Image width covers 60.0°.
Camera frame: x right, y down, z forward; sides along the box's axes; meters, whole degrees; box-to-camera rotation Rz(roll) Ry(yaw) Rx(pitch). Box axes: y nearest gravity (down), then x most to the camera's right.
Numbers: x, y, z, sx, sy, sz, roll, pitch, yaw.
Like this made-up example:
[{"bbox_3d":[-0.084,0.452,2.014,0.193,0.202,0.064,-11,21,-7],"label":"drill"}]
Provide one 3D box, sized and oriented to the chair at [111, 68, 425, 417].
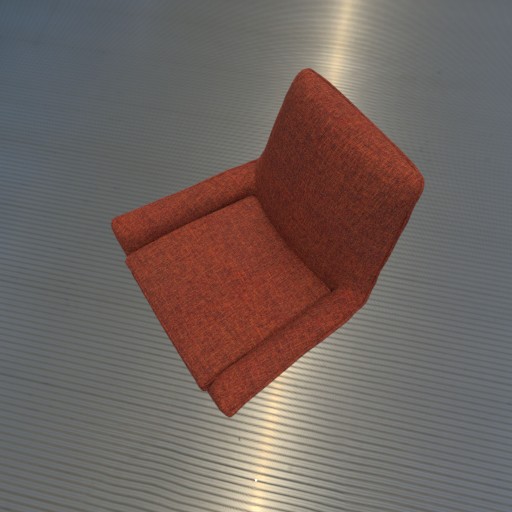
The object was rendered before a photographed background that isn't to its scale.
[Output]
[{"bbox_3d":[0.000,0.000,1.537,0.784,0.911,0.803,-31,67,-14],"label":"chair"}]
